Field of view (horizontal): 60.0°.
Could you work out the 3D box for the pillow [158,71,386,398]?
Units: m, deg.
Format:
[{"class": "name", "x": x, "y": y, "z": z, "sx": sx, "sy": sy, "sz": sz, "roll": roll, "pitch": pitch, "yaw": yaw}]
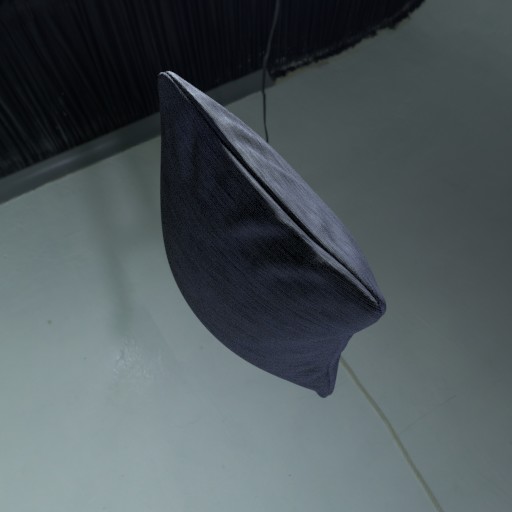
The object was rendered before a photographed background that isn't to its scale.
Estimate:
[{"class": "pillow", "x": 0.000, "y": 0.000, "z": 0.689, "sx": 0.246, "sy": 0.414, "sz": 0.432, "roll": -32, "pitch": 66, "yaw": -16}]
